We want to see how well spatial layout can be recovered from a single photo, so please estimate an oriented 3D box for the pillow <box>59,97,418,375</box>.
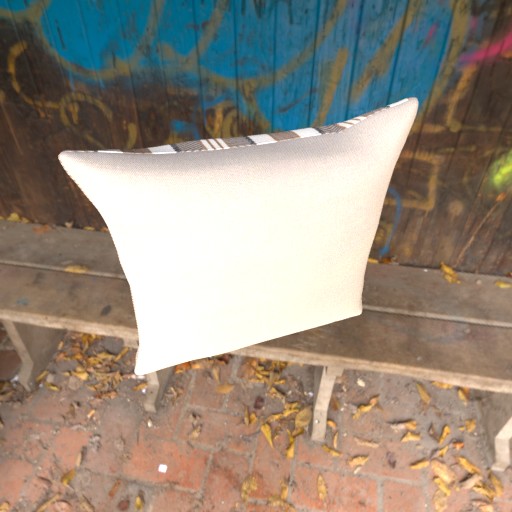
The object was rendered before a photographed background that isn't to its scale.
[{"bbox_3d":[0.000,0.000,0.622,0.416,0.401,0.173,-13,44,-14],"label":"pillow"}]
